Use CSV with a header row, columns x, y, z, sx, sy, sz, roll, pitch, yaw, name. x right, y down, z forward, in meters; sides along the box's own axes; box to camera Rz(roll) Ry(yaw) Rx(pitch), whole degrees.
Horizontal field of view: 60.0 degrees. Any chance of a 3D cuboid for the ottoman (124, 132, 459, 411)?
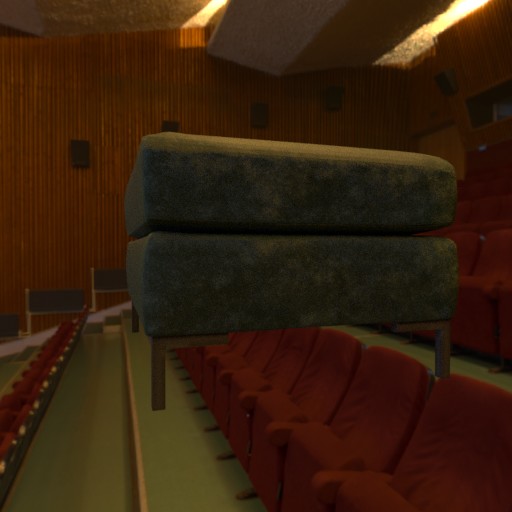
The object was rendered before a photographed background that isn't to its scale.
x,y,z,sx,sy,sz,roll,pitch,yaw,name
0.000,0.000,1.266,0.701,0.538,0.839,0,1,-18,ottoman
